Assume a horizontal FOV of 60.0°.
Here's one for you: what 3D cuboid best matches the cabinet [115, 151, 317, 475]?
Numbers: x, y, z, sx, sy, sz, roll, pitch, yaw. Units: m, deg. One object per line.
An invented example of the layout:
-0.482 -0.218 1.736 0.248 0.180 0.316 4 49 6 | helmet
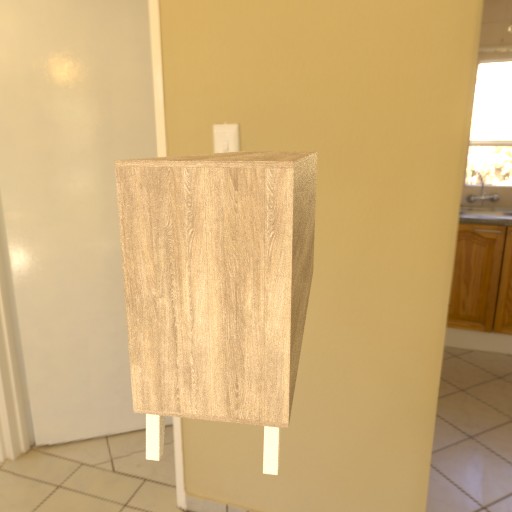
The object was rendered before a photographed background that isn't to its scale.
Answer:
0.000 0.000 1.944 0.450 0.870 1.600 2 14 9 | cabinet
